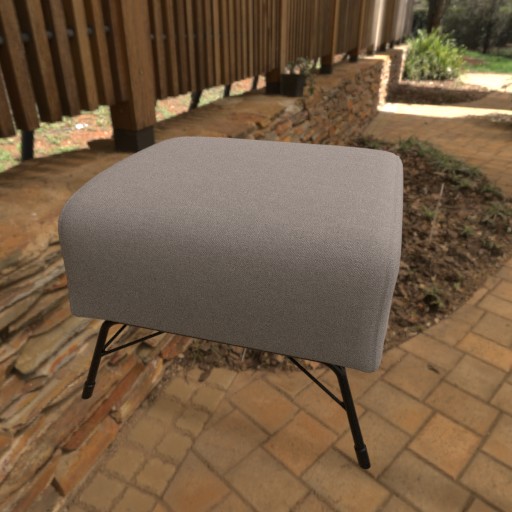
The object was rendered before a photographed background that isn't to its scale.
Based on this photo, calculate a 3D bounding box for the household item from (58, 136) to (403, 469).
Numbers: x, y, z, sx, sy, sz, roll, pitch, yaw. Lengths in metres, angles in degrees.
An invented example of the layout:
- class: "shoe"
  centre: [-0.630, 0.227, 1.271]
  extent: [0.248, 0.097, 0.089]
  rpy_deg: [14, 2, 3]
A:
- class: "household item"
  centre: [0.000, 0.000, 0.887]
  extent: [0.530, 0.410, 0.530]
  rpy_deg: [8, 29, 14]
